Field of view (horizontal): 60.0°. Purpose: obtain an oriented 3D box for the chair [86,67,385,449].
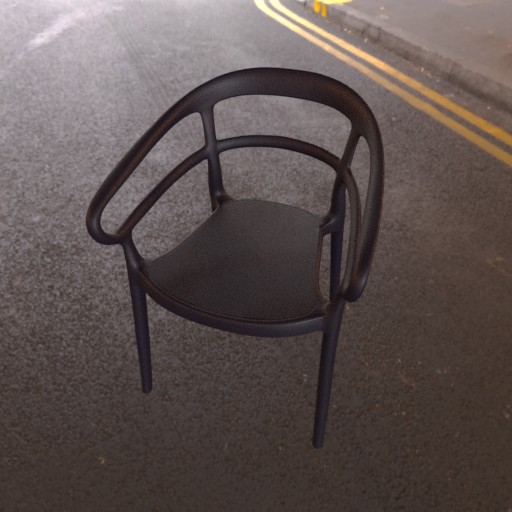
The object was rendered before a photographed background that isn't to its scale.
[{"bbox_3d":[0.000,0.000,1.124,0.559,0.761,0.527,12,42,14],"label":"chair"}]
